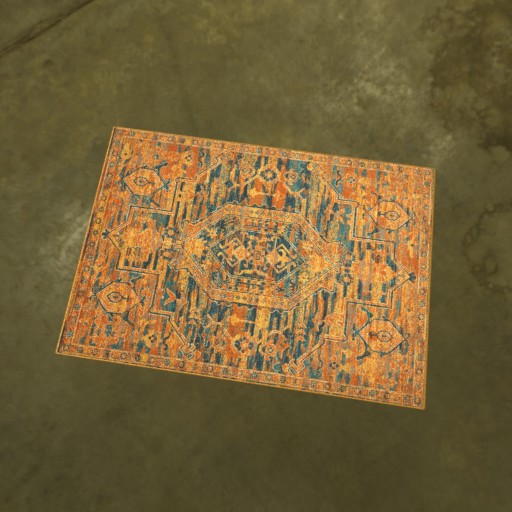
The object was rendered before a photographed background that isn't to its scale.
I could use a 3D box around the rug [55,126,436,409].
[{"bbox_3d":[0.000,0.000,3.711,2.916,0.019,2.043,8,75,2],"label":"rug"}]
